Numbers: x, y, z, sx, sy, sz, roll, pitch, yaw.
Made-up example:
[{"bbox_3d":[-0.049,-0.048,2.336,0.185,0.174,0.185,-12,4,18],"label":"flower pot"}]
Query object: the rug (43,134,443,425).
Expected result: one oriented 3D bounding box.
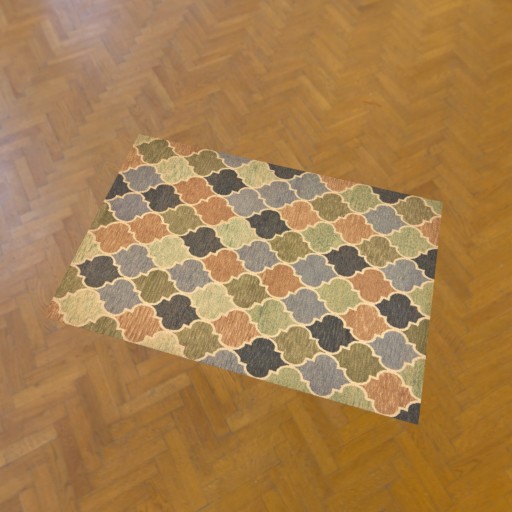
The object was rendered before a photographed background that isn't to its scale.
[{"bbox_3d":[0.000,0.000,2.329,1.828,0.006,1.216,14,64,7],"label":"rug"}]
